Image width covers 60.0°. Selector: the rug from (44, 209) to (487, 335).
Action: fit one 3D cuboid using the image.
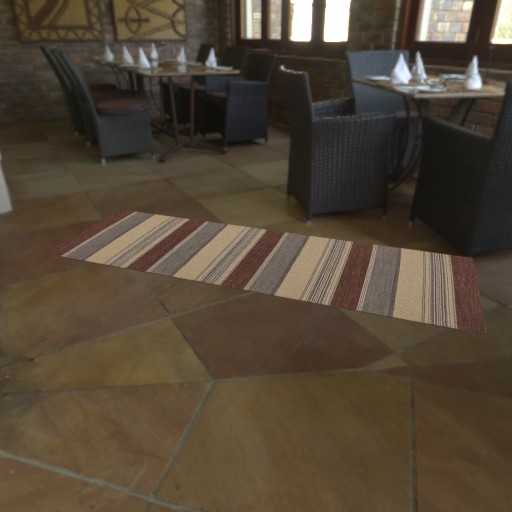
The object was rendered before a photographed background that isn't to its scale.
[{"bbox_3d":[0.000,0.000,2.654,2.437,0.006,0.792,9,28,17],"label":"rug"}]
